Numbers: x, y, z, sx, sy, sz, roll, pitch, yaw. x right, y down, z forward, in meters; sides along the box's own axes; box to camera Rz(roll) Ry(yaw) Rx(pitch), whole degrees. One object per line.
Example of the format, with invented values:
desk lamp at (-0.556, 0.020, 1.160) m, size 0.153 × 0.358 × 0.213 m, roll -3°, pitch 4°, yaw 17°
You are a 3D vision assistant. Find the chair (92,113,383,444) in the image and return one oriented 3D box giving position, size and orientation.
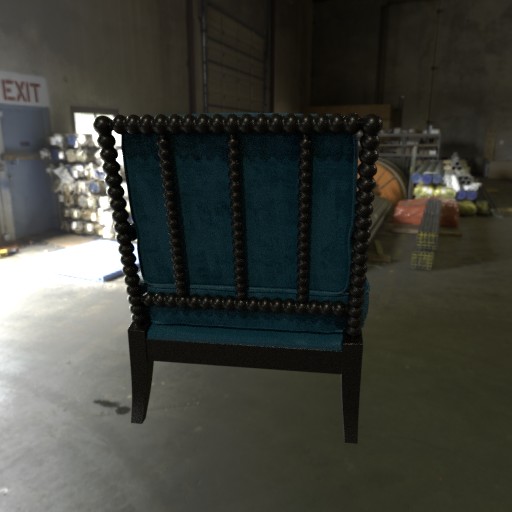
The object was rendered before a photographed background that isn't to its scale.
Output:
chair at (0.000, 0.000, 1.432) m, size 0.688 × 0.857 × 0.805 m, roll 2°, pitch 15°, yaw 8°
